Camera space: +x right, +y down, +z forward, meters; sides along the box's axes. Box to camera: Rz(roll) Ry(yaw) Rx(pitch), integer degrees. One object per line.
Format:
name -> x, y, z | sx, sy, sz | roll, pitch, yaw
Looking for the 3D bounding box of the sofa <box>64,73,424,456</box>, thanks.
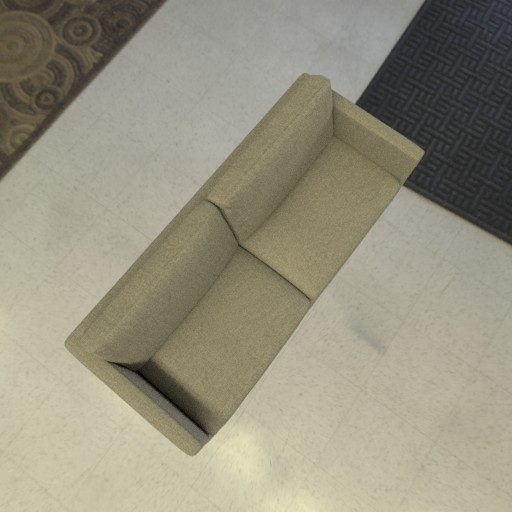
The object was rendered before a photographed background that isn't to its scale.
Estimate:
sofa -> 0.000, 0.000, 2.783 | 0.956, 0.960, 2.208 | 37, 78, 10
